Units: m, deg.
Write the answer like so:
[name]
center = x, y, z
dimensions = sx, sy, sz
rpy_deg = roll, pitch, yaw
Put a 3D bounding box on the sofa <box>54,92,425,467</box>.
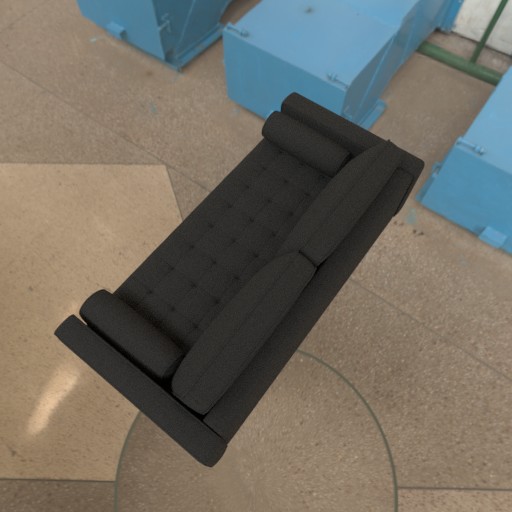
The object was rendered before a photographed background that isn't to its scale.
[sofa]
center = 0.000, 0.000, 2.356
dimensions = 0.914, 0.759, 1.875
rpy_deg = 34, 68, 16
